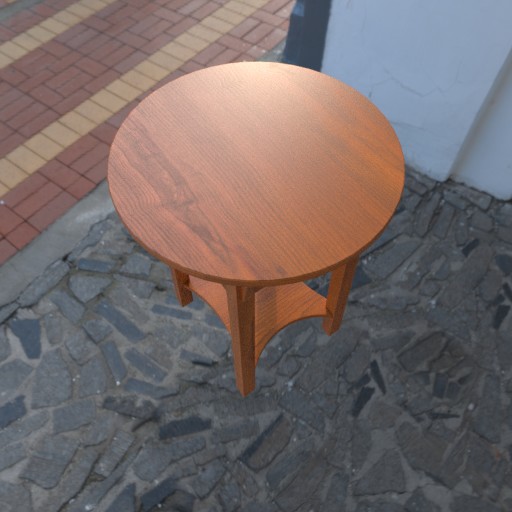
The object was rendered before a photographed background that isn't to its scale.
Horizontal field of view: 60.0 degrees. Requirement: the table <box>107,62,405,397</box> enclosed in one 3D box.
[{"bbox_3d":[0.000,0.000,0.946,0.457,0.610,0.457,0,58,0],"label":"table"}]
